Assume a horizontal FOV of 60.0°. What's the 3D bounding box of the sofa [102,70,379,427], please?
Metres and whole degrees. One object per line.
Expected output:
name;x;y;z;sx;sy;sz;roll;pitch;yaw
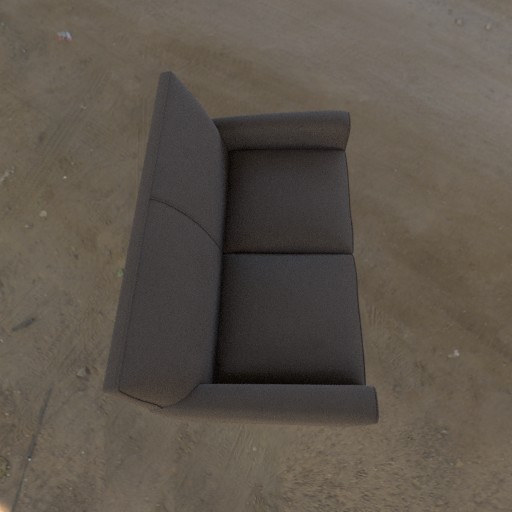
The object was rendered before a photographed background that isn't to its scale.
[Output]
sofa;0.000;0.000;1.961;0.871;0.846;1.420;1;62;1
